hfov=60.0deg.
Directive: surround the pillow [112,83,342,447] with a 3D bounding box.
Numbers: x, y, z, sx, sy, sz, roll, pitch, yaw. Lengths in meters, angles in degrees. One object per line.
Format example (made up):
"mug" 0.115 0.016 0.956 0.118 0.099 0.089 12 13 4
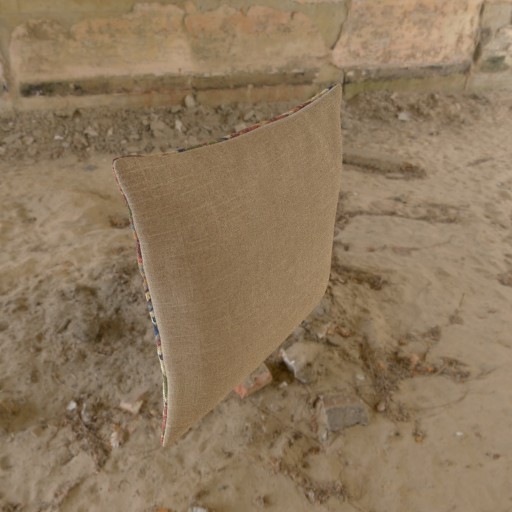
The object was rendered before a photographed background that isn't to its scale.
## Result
"pillow" 0.000 0.000 0.783 0.166 0.506 0.523 21 38 30
